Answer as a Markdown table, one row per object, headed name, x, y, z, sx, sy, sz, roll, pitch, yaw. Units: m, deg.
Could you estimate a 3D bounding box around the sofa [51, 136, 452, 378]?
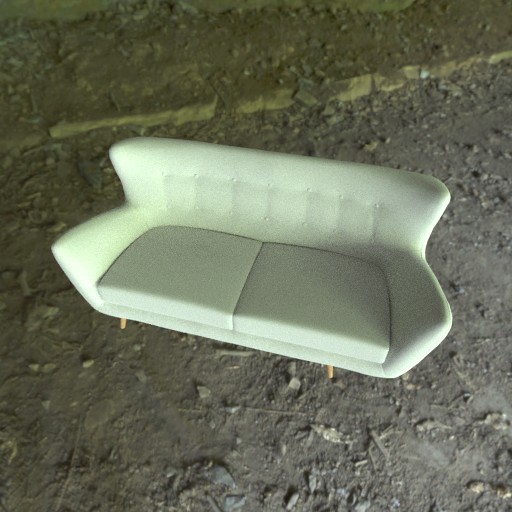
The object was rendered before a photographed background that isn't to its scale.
| name | x | y | z | sx | sy | sz | roll | pitch | yaw |
| --- | --- | --- | --- | --- | --- | --- | --- | --- | --- |
| sofa | 0.000 | 0.000 | 2.434 | 1.930 | 0.890 | 0.899 | 11 | 42 | 12 |
